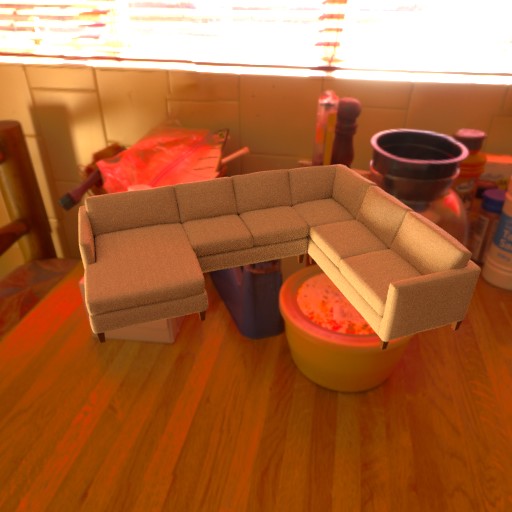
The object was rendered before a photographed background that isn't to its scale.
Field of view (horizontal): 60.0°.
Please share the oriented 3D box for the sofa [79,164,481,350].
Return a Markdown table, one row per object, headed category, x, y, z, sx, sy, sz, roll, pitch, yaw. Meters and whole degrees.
| category | x | y | z | sx | sy | sz | roll | pitch | yaw |
| --- | --- | --- | --- | --- | --- | --- | --- | --- | --- |
| sofa | 0.000 | 0.000 | 4.662 | 3.460 | 0.961 | 2.594 | -10 | 33 | -16 |
